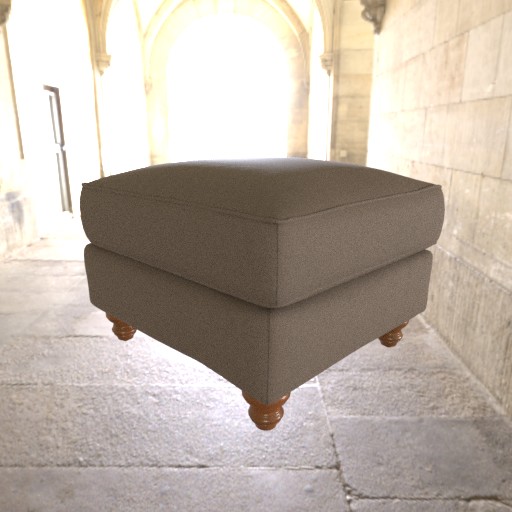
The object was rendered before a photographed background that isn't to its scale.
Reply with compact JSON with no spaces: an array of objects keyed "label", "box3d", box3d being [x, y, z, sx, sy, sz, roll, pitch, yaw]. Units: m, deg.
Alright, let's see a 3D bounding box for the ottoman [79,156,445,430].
[{"label":"ottoman","box3d":[0.000,0.000,1.161,0.721,0.505,0.662,15,22,43]}]
